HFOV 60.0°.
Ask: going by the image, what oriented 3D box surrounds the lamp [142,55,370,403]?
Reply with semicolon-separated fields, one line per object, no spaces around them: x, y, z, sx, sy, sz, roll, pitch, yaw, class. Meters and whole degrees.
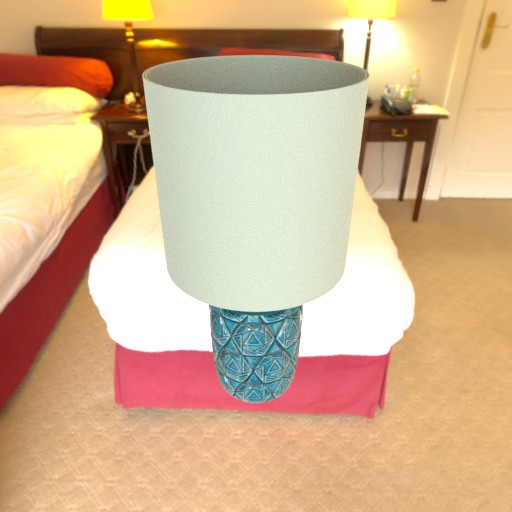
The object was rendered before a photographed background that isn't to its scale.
0.000;0.000;0.483;0.193;0.377;0.193;-21;38;-30;lamp
